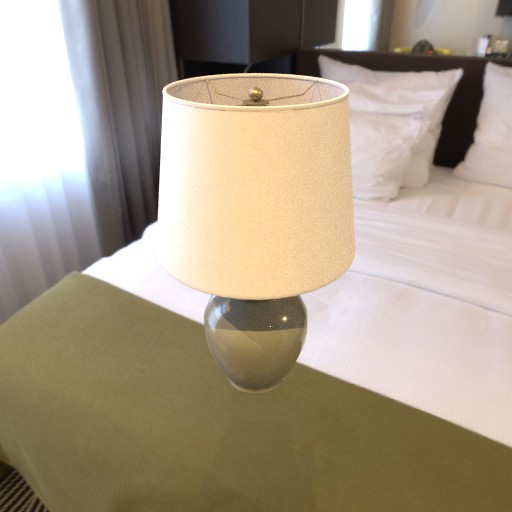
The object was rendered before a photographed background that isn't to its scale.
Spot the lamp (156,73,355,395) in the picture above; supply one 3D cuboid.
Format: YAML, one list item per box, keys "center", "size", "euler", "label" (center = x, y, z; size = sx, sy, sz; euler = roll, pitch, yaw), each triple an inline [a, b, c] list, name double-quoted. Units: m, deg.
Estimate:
- center: [0.000, 0.000, 0.554]
  size: [0.239, 0.399, 0.239]
  euler: [0, 30, 0]
  label: "lamp"
